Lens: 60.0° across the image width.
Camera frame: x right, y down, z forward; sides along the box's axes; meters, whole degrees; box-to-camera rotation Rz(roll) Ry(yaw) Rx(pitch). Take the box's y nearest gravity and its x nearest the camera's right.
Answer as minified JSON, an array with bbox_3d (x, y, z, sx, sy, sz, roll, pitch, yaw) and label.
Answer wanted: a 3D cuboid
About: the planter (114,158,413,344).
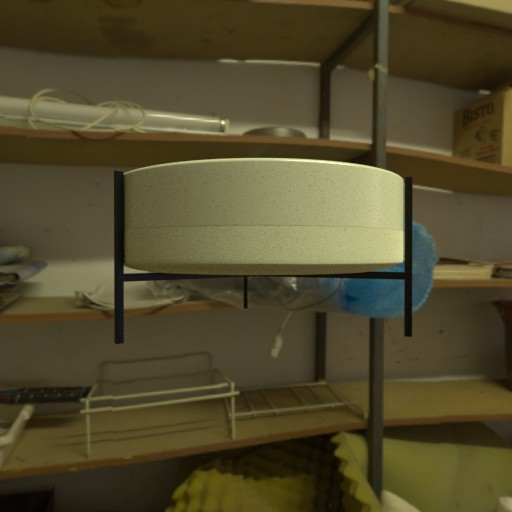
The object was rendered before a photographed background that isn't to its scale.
[{"bbox_3d":[0.000,0.000,0.537,0.345,0.171,0.336,0,1,-37],"label":"planter"}]
